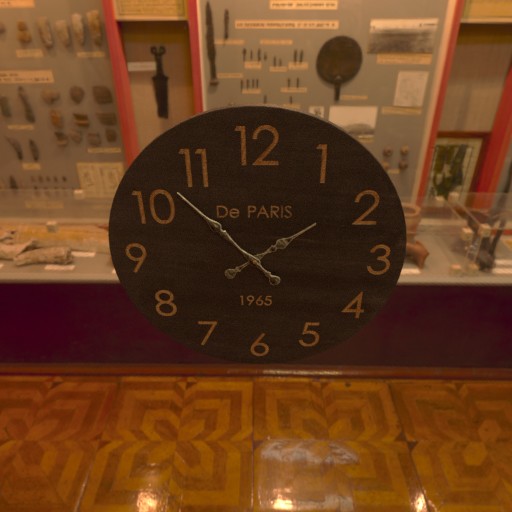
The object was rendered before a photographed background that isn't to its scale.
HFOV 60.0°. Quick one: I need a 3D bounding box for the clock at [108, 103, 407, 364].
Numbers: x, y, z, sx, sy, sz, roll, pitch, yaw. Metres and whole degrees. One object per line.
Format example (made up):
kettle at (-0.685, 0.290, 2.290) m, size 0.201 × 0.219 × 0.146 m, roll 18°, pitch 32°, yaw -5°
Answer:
clock at (0.000, 0.000, 0.902) m, size 0.595 × 0.595 × 0.029 m, roll 1°, pitch 32°, yaw 2°
